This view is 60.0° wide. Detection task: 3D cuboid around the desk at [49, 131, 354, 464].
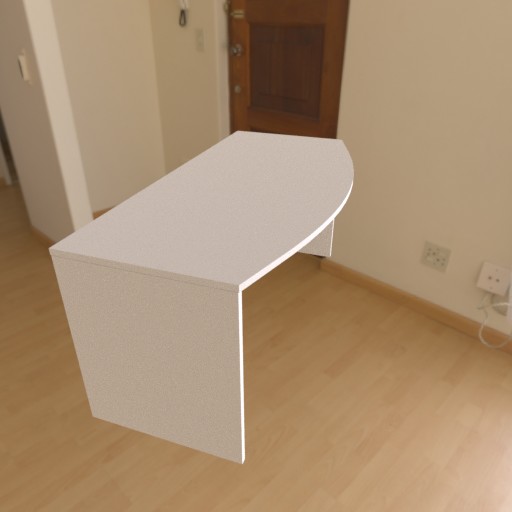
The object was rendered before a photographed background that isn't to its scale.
[{"bbox_3d":[0.000,0.000,2.101,0.802,0.750,1.600,10,31,17],"label":"desk"}]
